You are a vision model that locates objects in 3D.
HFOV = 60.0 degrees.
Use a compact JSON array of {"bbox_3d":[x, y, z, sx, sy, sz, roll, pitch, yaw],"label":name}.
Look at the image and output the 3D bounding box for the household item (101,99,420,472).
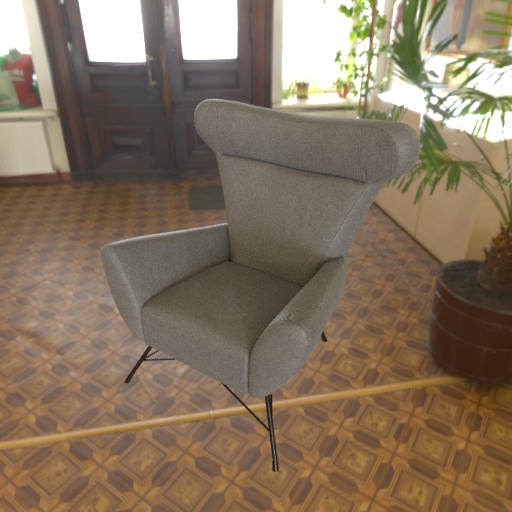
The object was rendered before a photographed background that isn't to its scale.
[{"bbox_3d":[0.000,0.000,1.775,0.980,1.050,0.900,18,34,29],"label":"household item"}]
